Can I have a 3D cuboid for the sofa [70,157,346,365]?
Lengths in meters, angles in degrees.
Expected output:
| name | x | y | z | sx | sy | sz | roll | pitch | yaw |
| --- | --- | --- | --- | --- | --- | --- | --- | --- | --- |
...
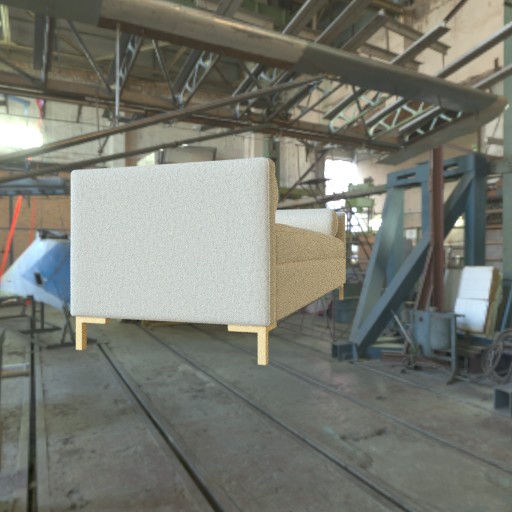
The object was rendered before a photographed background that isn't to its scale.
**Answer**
| name | x | y | z | sx | sy | sz | roll | pitch | yaw |
| --- | --- | --- | --- | --- | --- | --- | --- | --- | --- |
| sofa | 0.000 | 0.000 | 2.360 | 0.746 | 0.641 | 1.985 | 0 | 0 | 18 |
